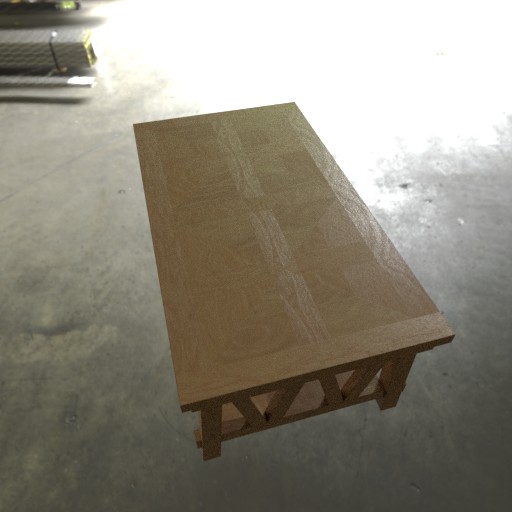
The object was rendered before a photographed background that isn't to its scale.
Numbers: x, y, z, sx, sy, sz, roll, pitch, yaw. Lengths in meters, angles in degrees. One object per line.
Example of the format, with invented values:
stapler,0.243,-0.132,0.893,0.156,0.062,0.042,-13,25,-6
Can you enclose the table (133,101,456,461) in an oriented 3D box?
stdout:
table,0.000,0.000,1.676,0.711,0.507,1.270,-11,48,-11
